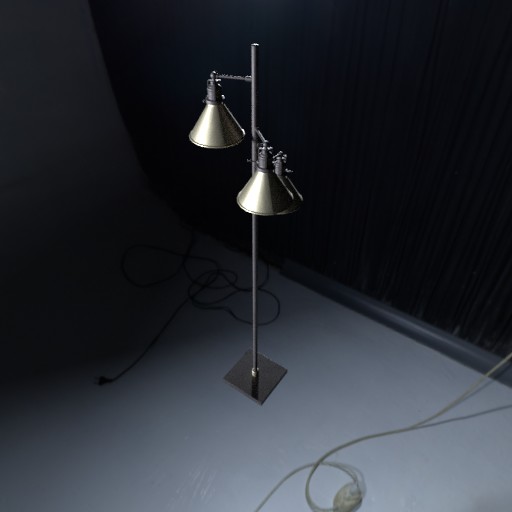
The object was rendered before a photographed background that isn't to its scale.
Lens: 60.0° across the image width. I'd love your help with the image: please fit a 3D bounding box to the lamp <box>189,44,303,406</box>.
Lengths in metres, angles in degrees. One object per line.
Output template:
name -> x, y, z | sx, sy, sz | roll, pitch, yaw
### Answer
lamp -> 0.000, 0.000, 1.906 | 0.428, 1.716, 0.415 | 25, 46, 26
